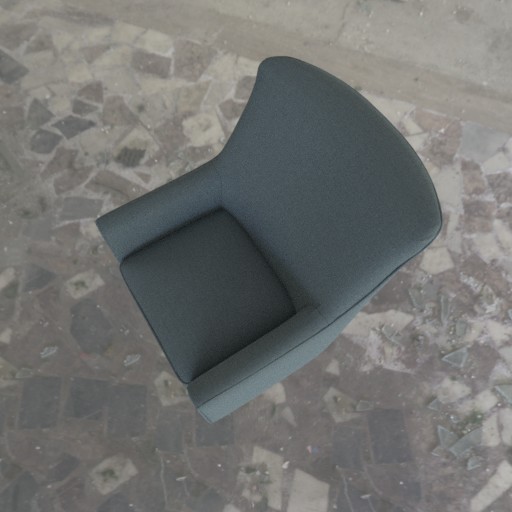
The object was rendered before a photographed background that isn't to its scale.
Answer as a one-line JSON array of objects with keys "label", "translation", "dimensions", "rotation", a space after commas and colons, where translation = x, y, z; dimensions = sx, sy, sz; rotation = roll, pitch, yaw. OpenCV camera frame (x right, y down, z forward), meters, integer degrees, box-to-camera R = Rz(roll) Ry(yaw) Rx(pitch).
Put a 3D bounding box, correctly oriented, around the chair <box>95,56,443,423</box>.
[{"label": "chair", "translation": [0.000, 0.000, 1.564], "dimensions": [0.879, 0.916, 0.756], "rotation": [-29, 68, -14]}]
